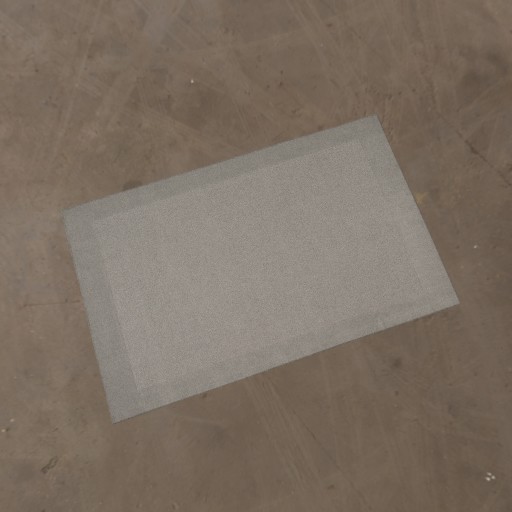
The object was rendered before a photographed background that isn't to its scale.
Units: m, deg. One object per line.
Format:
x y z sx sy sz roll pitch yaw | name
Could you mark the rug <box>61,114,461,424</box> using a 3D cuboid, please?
0.000 0.000 3.096 2.438 0.014 1.524 -18 77 -4 | rug
